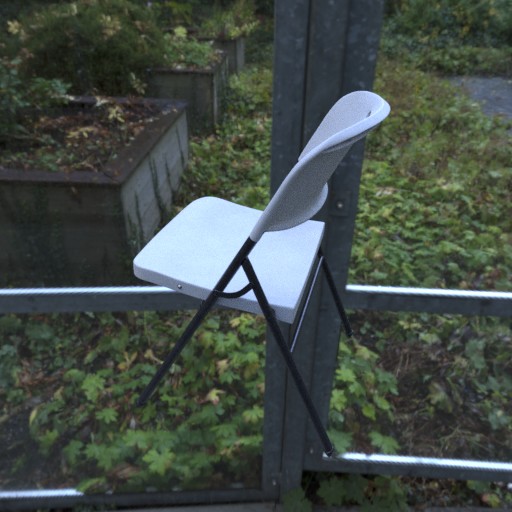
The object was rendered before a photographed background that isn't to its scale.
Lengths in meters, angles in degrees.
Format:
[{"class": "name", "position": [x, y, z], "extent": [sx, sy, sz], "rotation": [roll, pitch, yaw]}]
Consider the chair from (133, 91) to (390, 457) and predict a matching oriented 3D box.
[{"class": "chair", "position": [0.000, 0.000, 1.170], "extent": [0.566, 0.810, 0.494], "rotation": [9, 32, 14]}]
